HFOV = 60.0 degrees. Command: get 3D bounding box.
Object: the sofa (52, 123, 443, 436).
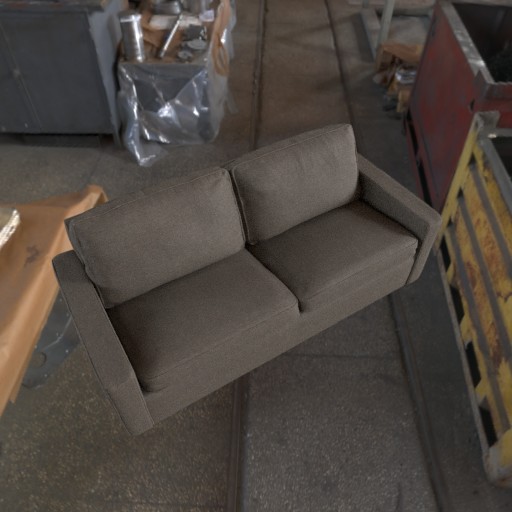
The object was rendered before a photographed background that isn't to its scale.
[{"bbox_3d":[0.000,0.000,2.588,2.080,0.919,0.940,-24,52,-21],"label":"sofa"}]
